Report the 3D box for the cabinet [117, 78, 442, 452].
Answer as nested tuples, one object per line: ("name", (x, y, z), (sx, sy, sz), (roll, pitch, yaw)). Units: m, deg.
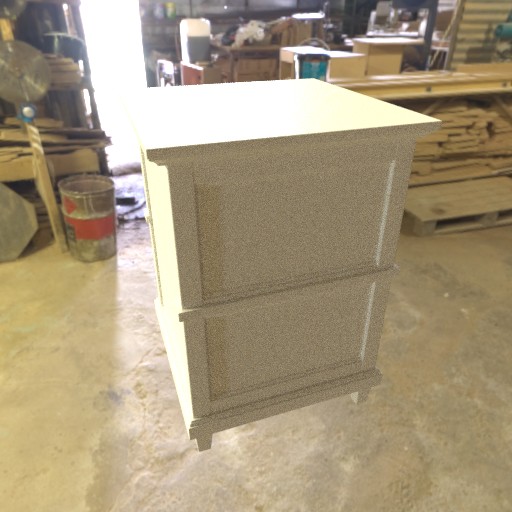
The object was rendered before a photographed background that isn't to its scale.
("cabinet", (0.000, 0.000, 1.164), (0.547, 0.775, 0.544), (-10, 32, -17))
